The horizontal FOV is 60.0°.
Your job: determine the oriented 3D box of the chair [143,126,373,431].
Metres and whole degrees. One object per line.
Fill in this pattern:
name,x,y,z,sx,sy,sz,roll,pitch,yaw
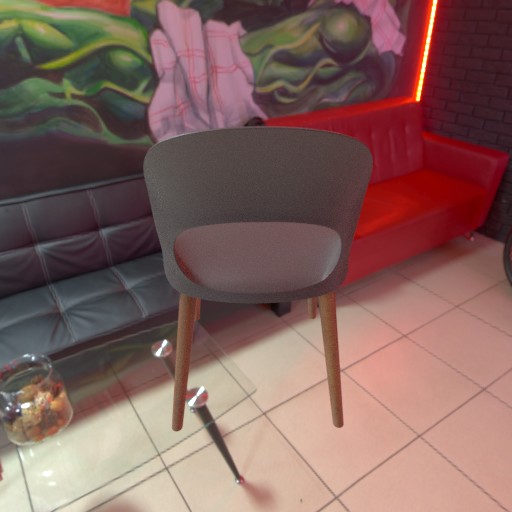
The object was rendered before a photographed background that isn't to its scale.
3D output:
chair,0.000,0.000,1.147,0.470,0.795,0.556,-1,30,-1
